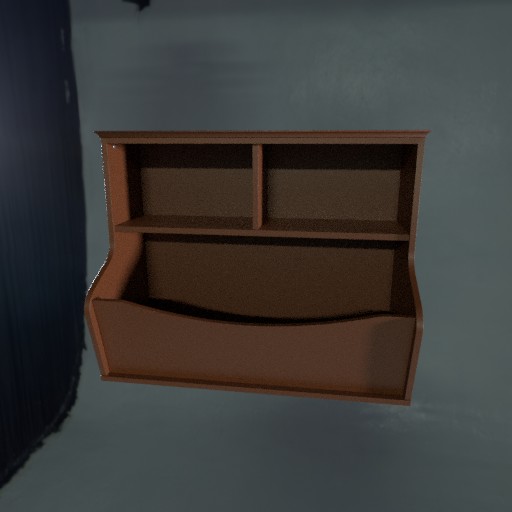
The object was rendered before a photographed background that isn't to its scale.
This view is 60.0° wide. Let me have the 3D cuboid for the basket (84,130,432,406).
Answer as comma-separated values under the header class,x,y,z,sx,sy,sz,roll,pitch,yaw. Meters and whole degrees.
class,x,y,z,sx,sy,sz,roll,pitch,yaw
basket,0.000,0.000,1.149,0.792,0.625,0.376,2,15,8
